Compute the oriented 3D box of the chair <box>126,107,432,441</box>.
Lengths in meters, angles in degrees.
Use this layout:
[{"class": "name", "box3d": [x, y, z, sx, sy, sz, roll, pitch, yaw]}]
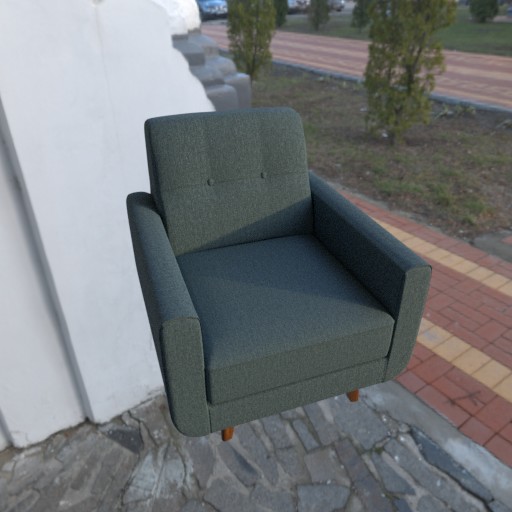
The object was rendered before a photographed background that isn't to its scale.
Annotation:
[{"class": "chair", "box3d": [0.000, 0.000, 1.727, 0.880, 0.940, 0.964, -10, 33, -17]}]
